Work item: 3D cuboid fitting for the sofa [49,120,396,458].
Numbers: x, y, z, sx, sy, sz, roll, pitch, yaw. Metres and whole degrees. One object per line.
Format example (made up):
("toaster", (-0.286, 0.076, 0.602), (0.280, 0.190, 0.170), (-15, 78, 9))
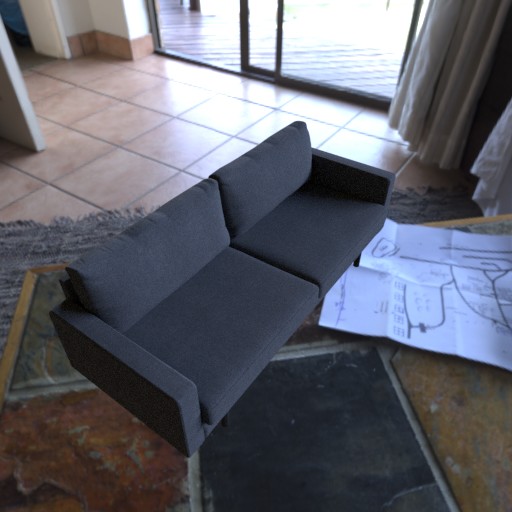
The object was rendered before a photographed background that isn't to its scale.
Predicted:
("sofa", (0.000, 0.000, 2.608), (0.880, 0.880, 2.100), (25, 47, 26))
